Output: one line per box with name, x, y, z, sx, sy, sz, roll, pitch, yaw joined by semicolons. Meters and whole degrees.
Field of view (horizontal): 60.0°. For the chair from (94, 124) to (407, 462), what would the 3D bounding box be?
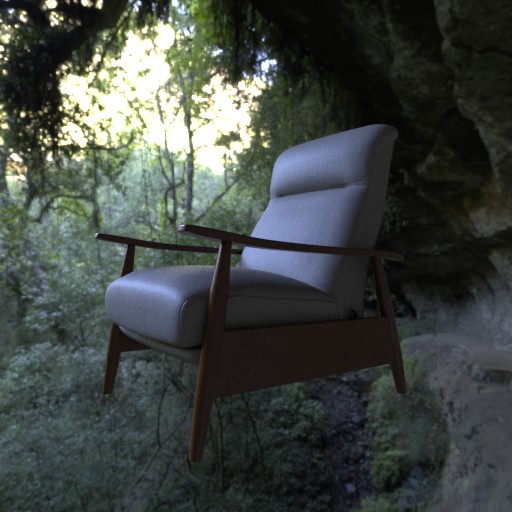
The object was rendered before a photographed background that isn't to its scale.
chair;0.000;0.000;1.753;1.032;1.082;0.762;0;1;-37
